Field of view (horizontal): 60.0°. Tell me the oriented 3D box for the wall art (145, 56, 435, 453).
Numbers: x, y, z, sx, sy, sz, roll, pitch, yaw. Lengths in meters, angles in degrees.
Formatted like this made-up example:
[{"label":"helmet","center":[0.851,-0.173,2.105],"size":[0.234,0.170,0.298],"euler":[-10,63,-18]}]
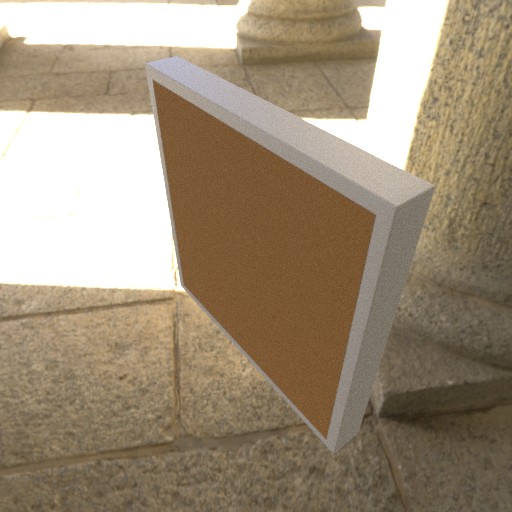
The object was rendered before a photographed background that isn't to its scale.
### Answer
[{"label":"wall art","center":[0.000,0.000,0.448],"size":[0.037,0.305,0.305],"euler":[-27,48,-27]}]
